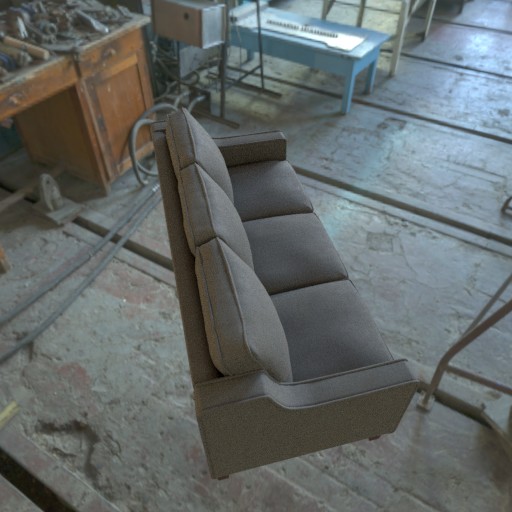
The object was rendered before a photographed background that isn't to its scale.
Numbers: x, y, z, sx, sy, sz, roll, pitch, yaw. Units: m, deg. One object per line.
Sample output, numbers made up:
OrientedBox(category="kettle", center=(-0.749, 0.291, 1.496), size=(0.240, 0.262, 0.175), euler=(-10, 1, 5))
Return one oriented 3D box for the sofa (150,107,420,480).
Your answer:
OrientedBox(category="sofa", center=(0.000, 0.000, 2.479), size=(0.911, 0.974, 1.986), euler=(-10, 47, -10))
